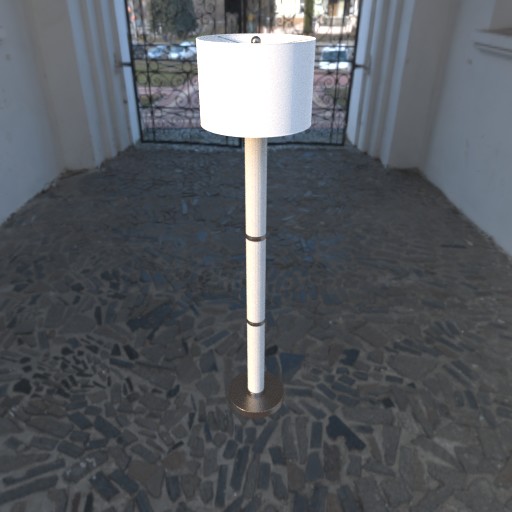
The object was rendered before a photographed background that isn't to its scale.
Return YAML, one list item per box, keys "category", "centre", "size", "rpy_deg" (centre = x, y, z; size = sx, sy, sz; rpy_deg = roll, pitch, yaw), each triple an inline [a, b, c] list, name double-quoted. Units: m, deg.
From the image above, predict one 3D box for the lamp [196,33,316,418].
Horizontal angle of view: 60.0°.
- category: "lamp"
  centre: [0.000, 0.000, 1.793]
  size: [0.377, 1.599, 0.377]
  rpy_deg: [8, 31, 14]
